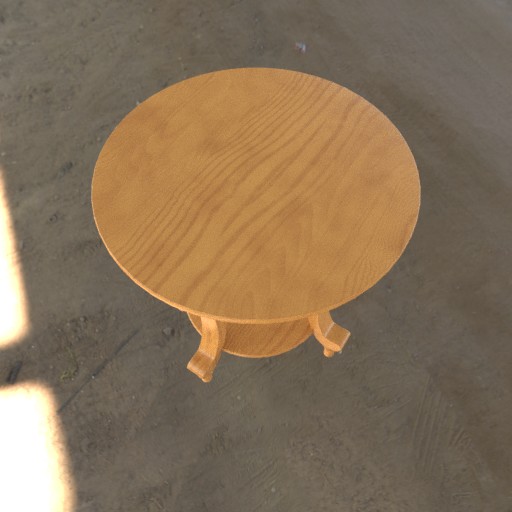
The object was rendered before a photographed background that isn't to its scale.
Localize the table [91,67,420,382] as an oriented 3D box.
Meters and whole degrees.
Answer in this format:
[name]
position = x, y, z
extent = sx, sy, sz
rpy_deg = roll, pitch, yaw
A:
[table]
position = 0.000, 0.000, 1.077
extent = 0.597, 0.612, 0.597
rpy_deg = 0, 59, 0
